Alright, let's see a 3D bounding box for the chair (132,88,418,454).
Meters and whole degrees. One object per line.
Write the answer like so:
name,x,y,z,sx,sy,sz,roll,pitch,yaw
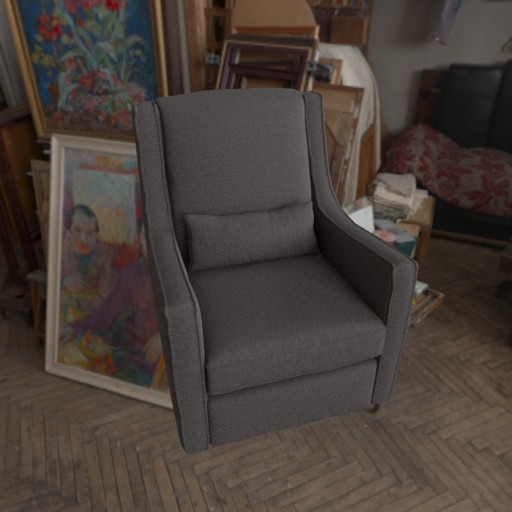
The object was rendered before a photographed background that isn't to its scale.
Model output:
chair,0.000,0.000,1.567,0.732,0.993,0.879,-9,33,-15
